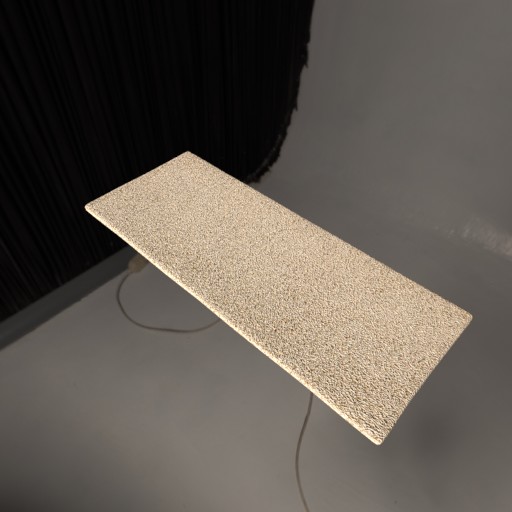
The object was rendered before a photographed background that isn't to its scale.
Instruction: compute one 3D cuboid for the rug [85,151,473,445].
[{"bbox_3d":[0.000,0.000,1.761,1.524,0.030,0.609,34,55,29],"label":"rug"}]
